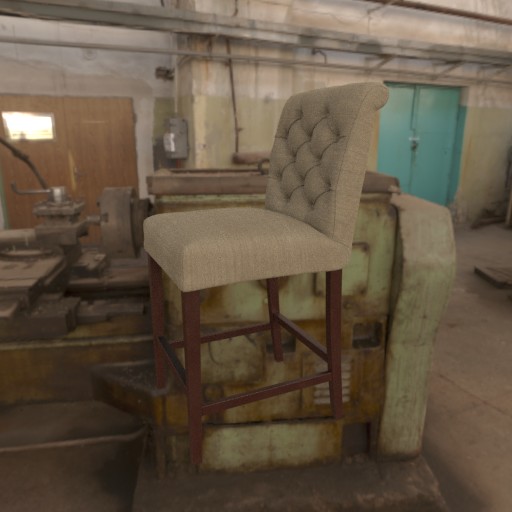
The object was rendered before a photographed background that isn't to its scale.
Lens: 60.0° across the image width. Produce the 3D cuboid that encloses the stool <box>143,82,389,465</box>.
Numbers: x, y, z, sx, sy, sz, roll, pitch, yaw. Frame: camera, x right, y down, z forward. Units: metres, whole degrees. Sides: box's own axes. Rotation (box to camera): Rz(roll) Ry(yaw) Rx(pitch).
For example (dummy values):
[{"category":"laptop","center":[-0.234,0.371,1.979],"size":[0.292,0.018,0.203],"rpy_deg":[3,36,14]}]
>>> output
[{"category":"stool","center":[0.000,0.000,1.481],"size":[0.660,1.084,0.486],"rpy_deg":[-7,17,-24]}]
